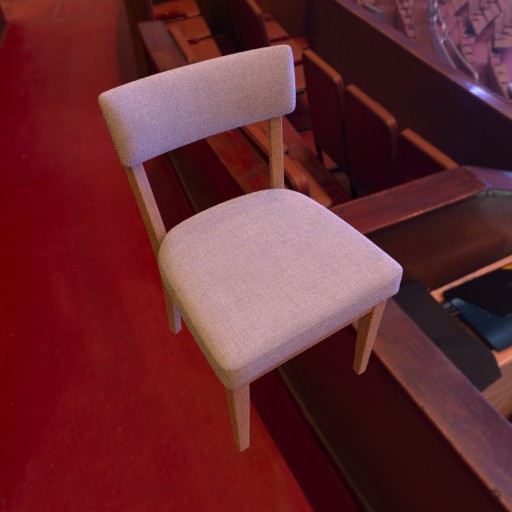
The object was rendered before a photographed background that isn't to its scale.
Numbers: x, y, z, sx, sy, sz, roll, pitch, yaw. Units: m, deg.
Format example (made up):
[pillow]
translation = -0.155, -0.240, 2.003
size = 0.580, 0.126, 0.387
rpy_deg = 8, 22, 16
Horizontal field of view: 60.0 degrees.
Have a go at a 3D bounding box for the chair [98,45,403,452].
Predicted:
[chair]
translation = 0.000, 0.000, 1.160
size = 0.508, 0.832, 0.572
rpy_deg = -25, 52, -22
